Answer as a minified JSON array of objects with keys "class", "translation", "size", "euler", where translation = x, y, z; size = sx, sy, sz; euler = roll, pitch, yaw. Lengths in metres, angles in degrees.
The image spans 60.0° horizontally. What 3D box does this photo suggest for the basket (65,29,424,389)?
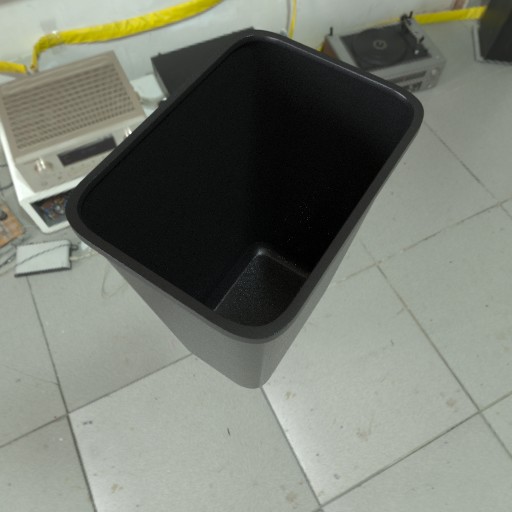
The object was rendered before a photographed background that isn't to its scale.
[{"class":"basket","translation":[0.000,0.000,0.749],"size":[0.287,0.521,0.394],"euler":[31,67,15]}]
